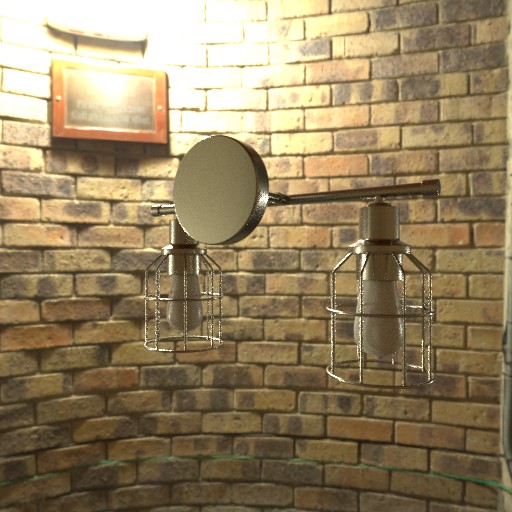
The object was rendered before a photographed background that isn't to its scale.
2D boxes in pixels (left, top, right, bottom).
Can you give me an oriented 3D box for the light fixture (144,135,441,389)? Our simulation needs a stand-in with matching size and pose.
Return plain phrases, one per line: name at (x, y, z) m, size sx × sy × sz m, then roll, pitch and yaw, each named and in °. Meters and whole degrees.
light fixture at (0.000, 0.000, 0.535) m, size 0.406 × 0.254 × 0.165 m, roll 0°, pitch 0°, yaw 34°
